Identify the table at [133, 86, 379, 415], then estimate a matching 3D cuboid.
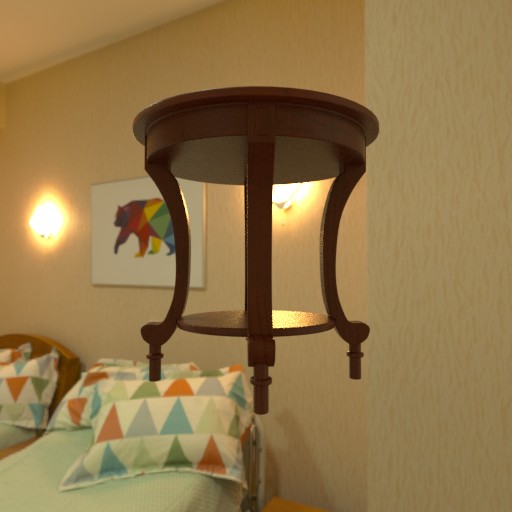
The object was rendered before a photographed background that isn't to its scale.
[{"bbox_3d":[0.000,0.000,1.105,0.597,0.612,0.597,0,-1,0],"label":"table"}]
